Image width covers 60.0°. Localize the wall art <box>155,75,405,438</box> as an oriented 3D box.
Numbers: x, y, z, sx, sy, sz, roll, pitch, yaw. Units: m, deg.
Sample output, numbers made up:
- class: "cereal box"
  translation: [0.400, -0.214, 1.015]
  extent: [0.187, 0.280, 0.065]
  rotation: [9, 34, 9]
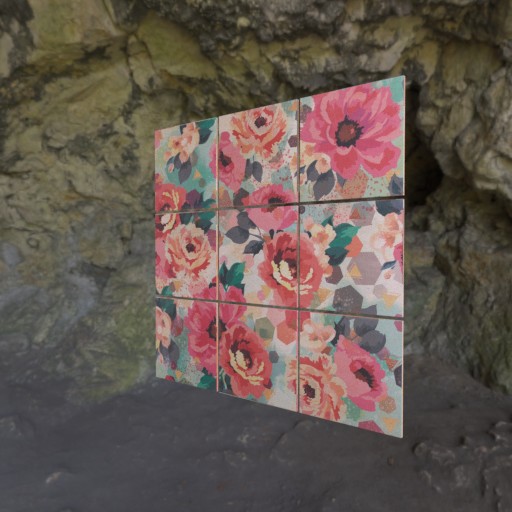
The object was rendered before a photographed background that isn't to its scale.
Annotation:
- class: "wall art"
  translation: [0.000, 0.000, 2.303]
  extent: [1.521, 1.519, 0.013]
  rotation: [1, 1, 36]
